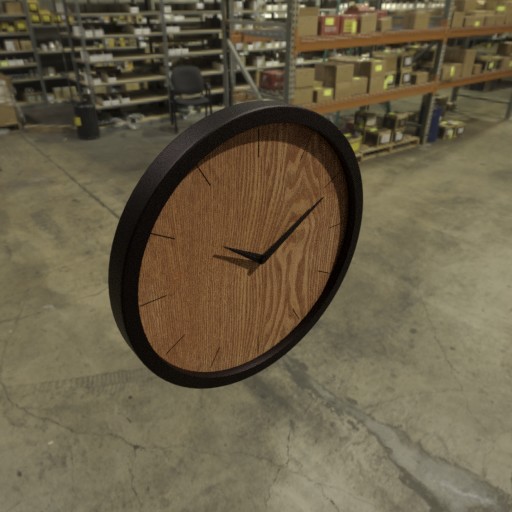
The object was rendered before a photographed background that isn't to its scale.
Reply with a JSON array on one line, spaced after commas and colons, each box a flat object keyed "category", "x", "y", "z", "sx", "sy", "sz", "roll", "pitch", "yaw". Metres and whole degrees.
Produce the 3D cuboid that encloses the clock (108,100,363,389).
[{"category": "clock", "x": 0.000, "y": 0.000, "z": 0.473, "sx": 0.314, "sy": 0.314, "sz": 0.029, "roll": -22, "pitch": 37, "yaw": -33}]
